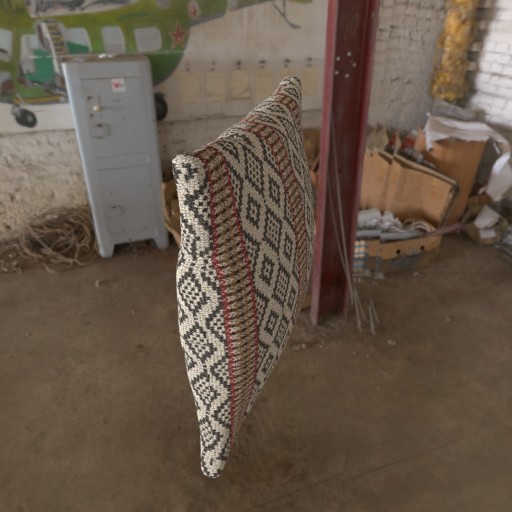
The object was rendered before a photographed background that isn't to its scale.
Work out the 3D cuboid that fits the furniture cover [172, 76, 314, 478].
[{"bbox_3d":[0.000,0.000,0.756,0.182,0.506,0.503,8,31,14],"label":"furniture cover"}]
